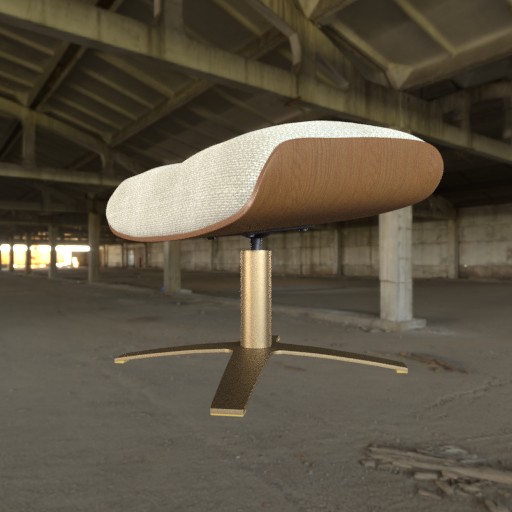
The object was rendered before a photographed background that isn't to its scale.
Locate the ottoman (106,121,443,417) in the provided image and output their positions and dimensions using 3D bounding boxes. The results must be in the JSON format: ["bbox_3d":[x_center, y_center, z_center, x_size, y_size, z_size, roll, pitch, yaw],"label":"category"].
[{"bbox_3d":[0.000,0.000,0.794,0.394,0.391,0.520,0,0,-37],"label":"ottoman"}]
